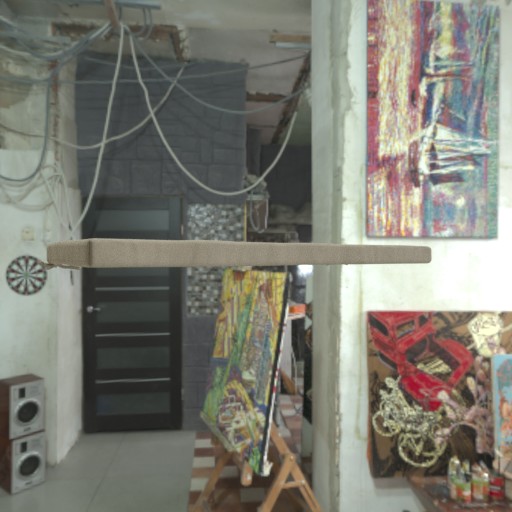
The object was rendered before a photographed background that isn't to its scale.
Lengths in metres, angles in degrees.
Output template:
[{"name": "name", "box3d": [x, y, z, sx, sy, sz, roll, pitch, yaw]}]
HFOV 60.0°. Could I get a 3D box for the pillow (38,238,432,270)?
[{"name": "pillow", "box3d": [0.000, 0.000, 1.390, 1.187, 0.081, 0.492, 0, 0, -35]}]
